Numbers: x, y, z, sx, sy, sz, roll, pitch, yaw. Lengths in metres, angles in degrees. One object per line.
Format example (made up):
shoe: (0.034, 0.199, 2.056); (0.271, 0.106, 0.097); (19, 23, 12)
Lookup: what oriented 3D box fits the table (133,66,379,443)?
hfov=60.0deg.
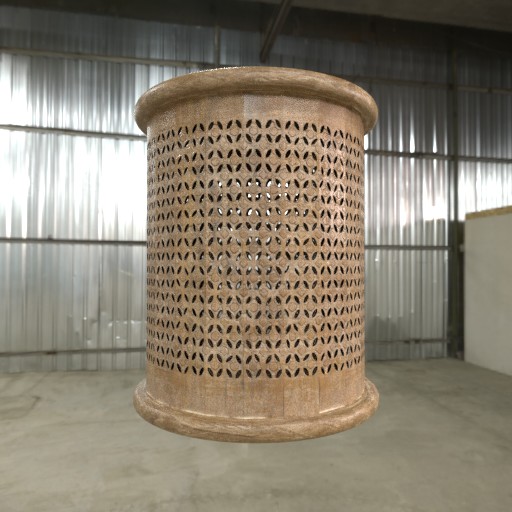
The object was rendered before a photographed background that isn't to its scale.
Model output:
table: (0.000, 0.000, 0.763); (0.407, 0.482, 0.407); (0, -1, 0)
